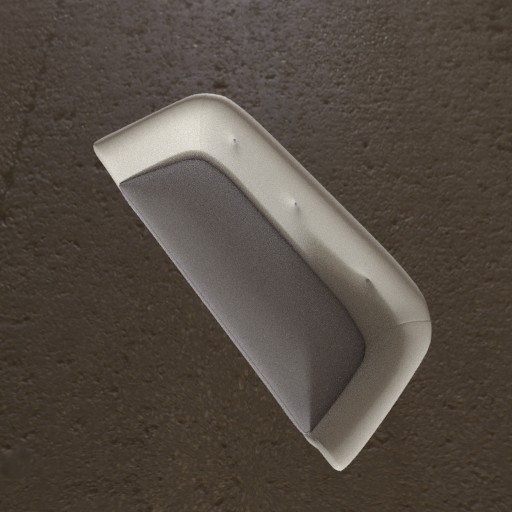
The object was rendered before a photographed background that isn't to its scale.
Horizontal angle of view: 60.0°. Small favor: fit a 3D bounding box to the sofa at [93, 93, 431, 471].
[{"bbox_3d":[0.000,0.000,2.487,0.827,0.795,2.160,-34,68,-16],"label":"sofa"}]
